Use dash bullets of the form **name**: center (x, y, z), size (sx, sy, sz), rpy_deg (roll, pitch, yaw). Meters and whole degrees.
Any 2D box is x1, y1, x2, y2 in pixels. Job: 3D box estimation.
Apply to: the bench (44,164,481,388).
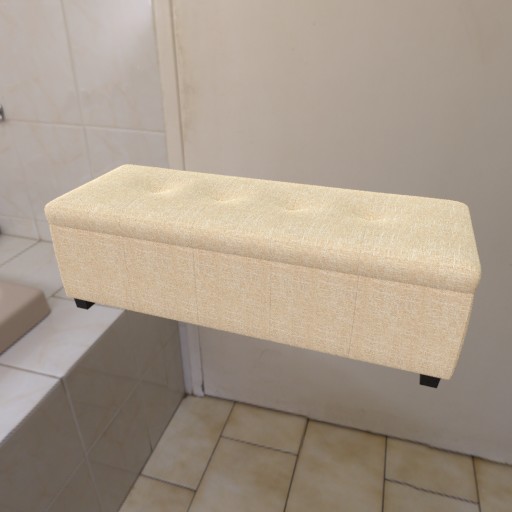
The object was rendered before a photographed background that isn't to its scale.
- **bench**: center (0.000, 0.000, 1.418), size (1.219, 0.406, 0.432), rpy_deg (9, 30, 16)
